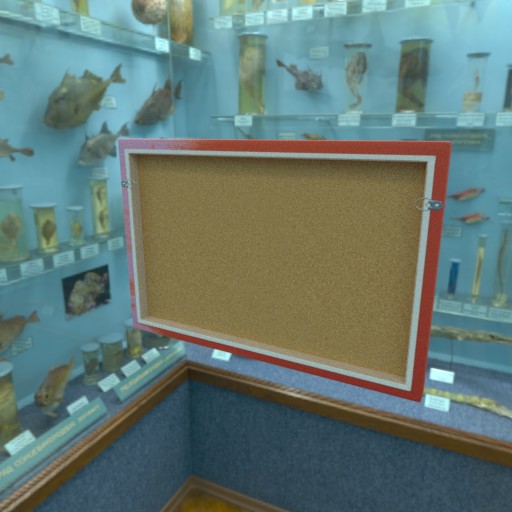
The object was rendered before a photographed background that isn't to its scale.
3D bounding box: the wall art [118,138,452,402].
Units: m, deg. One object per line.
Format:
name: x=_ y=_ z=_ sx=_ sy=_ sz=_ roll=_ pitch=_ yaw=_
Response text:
wall art: x=0.000 y=0.000 z=1.201 sx=0.913 sy=0.609 sz=0.040 roll=8 pitch=17 yaw=27
